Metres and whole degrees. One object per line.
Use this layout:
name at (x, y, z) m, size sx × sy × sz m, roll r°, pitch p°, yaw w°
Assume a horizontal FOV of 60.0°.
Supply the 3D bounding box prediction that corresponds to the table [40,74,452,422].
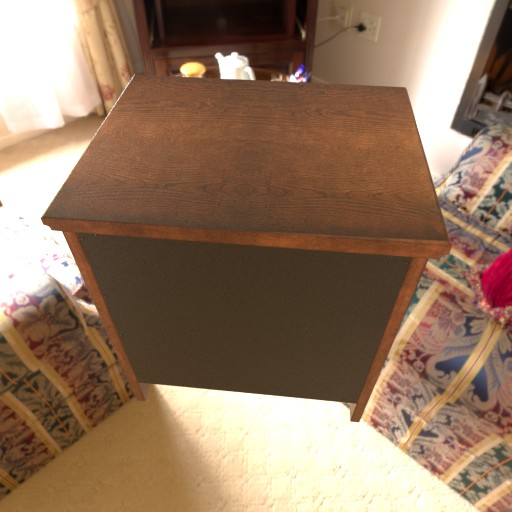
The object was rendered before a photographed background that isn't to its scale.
table at (0.000, 0.000, 0.996) m, size 0.586 × 0.597 × 0.461 m, roll 4°, pitch 47°, yaw 4°
